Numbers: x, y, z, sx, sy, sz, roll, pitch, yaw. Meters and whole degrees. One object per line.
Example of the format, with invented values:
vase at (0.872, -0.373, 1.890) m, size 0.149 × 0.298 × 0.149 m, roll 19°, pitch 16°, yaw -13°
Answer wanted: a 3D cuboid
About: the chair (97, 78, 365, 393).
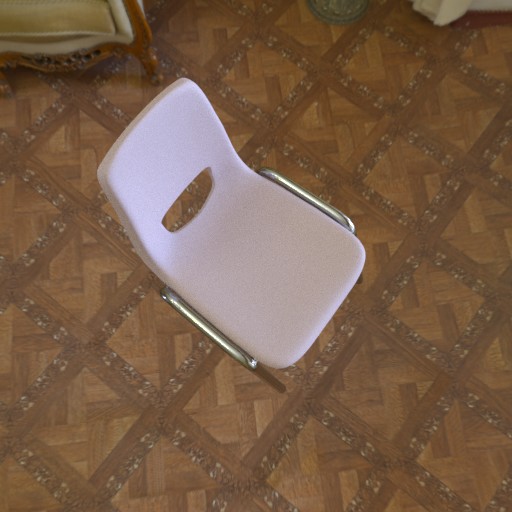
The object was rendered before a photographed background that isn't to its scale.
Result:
chair at (0.000, 0.000, 0.845) m, size 0.423 × 0.586 × 0.354 m, roll 36°, pitch 78°, yaw 9°
